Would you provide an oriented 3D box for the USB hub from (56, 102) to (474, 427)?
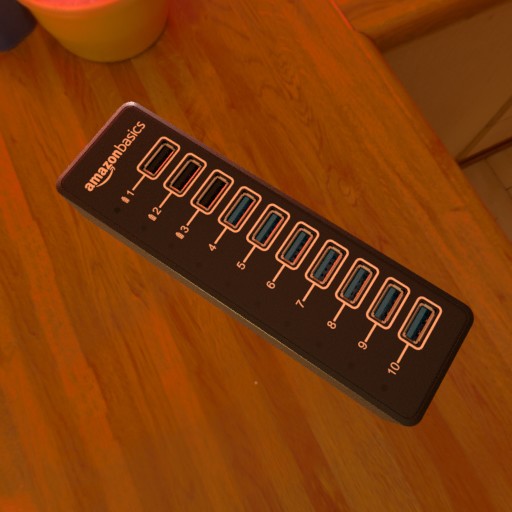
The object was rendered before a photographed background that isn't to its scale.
[{"bbox_3d":[0.000,0.000,0.160,0.145,0.023,0.044,33,77,9],"label":"USB hub"}]
